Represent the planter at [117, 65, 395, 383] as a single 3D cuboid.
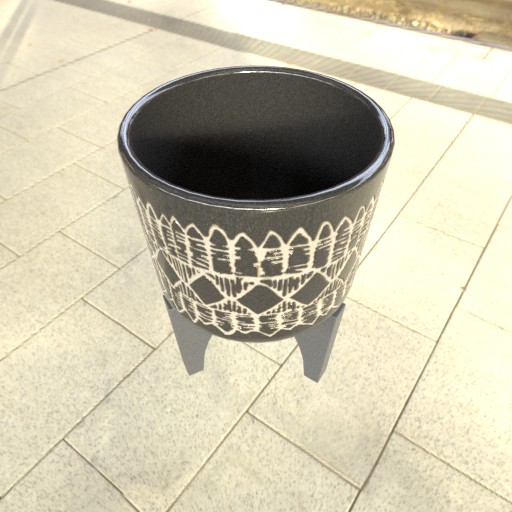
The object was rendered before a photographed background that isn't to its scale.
[{"bbox_3d":[0.000,0.000,0.532,0.251,0.355,0.251,25,51,23],"label":"planter"}]
